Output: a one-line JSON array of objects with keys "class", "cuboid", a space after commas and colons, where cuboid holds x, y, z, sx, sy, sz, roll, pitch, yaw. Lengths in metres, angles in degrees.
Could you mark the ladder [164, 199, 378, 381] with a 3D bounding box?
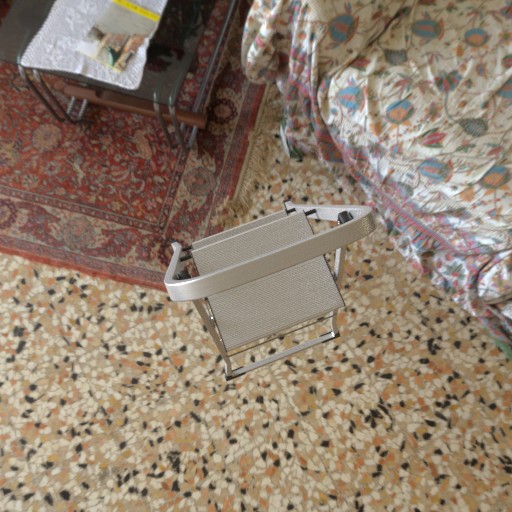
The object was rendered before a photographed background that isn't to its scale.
[{"class": "ladder", "cuboid": [0.000, 0.000, 1.155, 0.465, 0.830, 0.530, -20, 76, -5]}]
